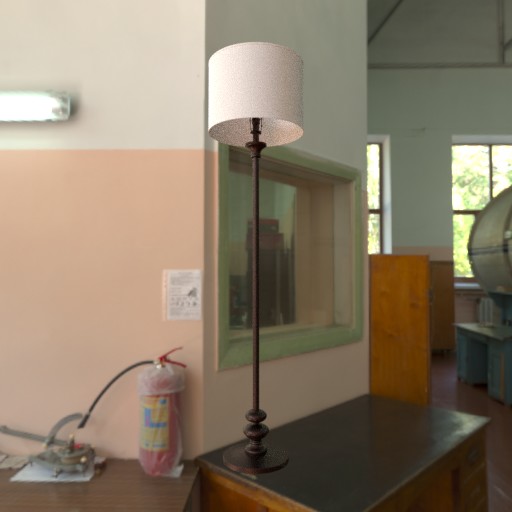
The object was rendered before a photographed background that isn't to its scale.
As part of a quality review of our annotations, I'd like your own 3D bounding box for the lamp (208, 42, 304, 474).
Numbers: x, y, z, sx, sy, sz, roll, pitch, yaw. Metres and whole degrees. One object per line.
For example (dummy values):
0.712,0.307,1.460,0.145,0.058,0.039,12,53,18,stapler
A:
0.000,0.000,1.649,0.356,1.487,0.356,-1,-3,35,lamp
